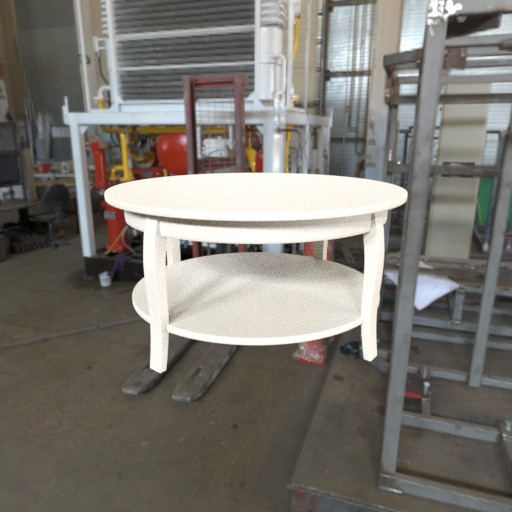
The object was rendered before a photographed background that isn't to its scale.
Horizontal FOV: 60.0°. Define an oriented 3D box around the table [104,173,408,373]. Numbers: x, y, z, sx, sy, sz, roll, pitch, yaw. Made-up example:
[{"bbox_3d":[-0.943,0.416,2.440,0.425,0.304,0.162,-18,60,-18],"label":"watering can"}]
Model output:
[{"bbox_3d":[0.000,0.000,1.463,0.910,0.457,0.910,0,16,0],"label":"table"}]
